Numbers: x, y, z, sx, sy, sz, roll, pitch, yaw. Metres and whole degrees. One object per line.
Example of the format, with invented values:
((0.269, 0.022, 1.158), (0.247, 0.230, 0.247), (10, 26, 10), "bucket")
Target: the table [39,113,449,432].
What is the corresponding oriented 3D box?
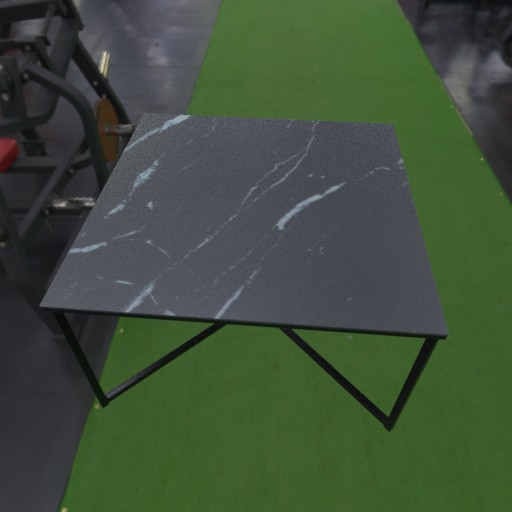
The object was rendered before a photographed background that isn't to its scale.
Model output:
((0.000, 0.000, 1.300), (0.800, 0.450, 0.800), (4, 45, 3), "table")
